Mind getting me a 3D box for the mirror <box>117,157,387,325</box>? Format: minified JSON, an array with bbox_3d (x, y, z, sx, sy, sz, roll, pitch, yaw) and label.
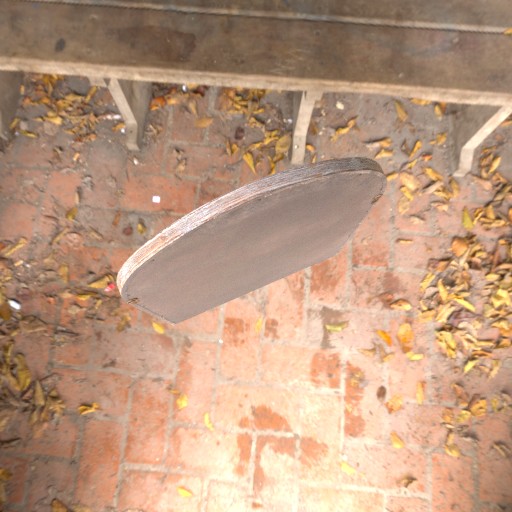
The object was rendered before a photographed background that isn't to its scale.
[{"bbox_3d":[0.000,0.000,1.180,0.660,0.920,0.032,-23,77,-5],"label":"mirror"}]
